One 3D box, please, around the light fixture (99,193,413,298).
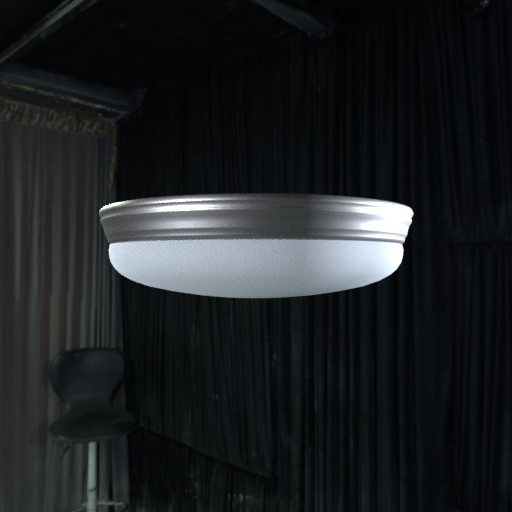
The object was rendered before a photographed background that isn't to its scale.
[{"bbox_3d":[0.000,0.000,0.550,0.368,0.100,0.368,0,-1,0],"label":"light fixture"}]
